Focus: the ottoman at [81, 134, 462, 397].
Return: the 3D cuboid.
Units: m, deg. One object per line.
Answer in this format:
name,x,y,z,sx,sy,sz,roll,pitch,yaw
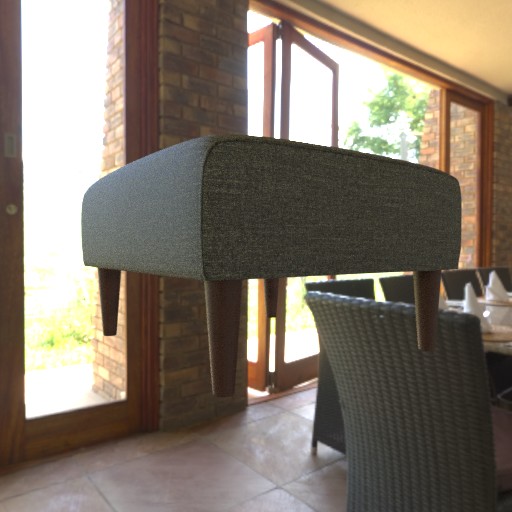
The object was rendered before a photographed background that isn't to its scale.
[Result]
ottoman,0.000,0.000,1.026,0.648,0.399,0.655,-1,1,-35
